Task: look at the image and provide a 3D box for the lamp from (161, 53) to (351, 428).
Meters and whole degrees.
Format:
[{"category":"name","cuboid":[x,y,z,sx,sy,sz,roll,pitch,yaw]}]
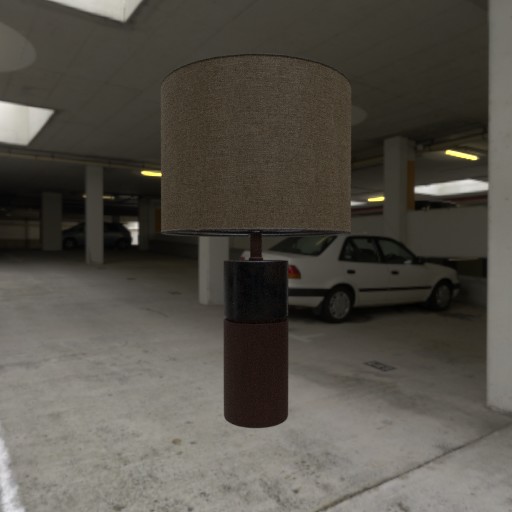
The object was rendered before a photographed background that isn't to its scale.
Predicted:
[{"category":"lamp","cuboid":[0.000,0.000,0.482,0.202,0.350,0.202,0,1,0]}]
